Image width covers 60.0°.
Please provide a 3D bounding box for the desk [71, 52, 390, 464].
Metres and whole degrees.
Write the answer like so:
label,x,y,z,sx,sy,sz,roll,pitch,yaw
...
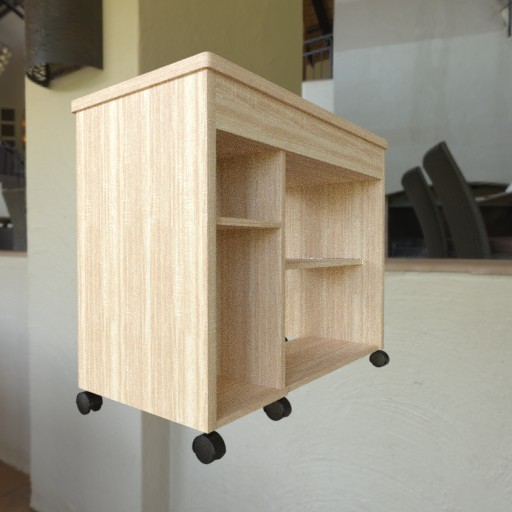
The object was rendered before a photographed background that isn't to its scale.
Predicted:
label,x,y,z,sx,sy,sz,roll,pitch,yaw
desk,0.000,0.000,1.304,0.480,0.770,0.884,1,2,38
